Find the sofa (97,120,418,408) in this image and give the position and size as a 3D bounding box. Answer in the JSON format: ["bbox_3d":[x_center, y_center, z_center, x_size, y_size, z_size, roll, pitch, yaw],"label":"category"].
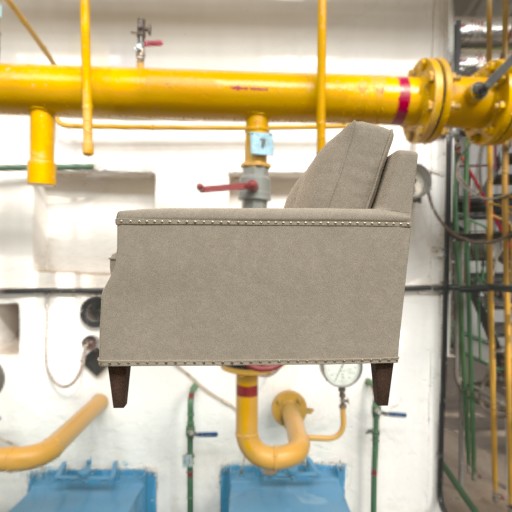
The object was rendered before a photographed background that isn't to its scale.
[{"bbox_3d":[0.000,0.000,2.224,1.084,1.002,1.597,0,0,-1],"label":"sofa"}]
